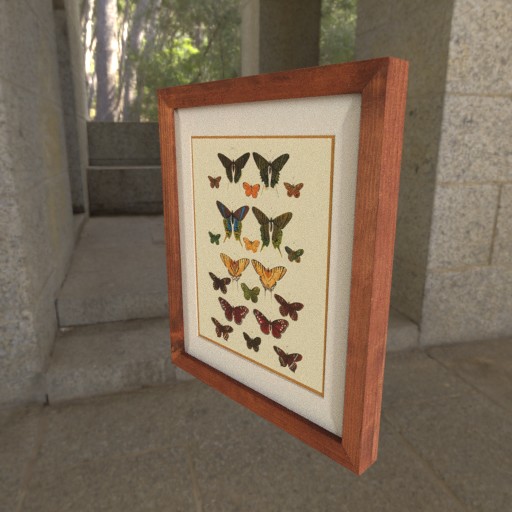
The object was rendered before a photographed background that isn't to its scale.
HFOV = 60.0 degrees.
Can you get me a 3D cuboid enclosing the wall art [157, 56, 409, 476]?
[{"bbox_3d":[0.000,0.000,0.598,0.039,0.449,0.377,-14,20,-43],"label":"wall art"}]
